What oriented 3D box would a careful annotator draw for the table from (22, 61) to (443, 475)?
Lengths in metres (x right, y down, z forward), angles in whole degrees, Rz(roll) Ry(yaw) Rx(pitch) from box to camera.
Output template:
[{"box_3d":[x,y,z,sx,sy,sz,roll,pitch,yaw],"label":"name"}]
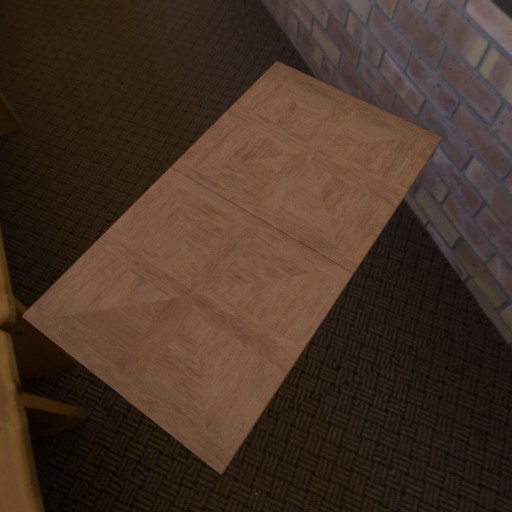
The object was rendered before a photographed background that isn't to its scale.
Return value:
[{"box_3d":[0.000,0.000,2.371,1.016,0.768,1.881,31,66,16],"label":"table"}]
